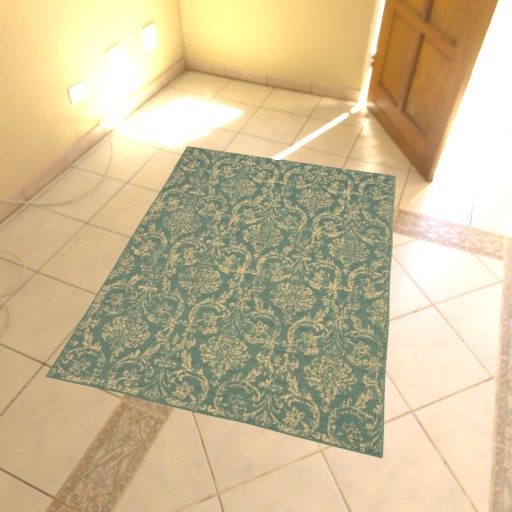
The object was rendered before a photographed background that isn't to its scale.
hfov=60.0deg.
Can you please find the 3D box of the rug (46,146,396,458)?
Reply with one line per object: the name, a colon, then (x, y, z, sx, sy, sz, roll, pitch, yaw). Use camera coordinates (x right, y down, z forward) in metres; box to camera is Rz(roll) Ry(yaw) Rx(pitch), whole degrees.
rug: (0.000, 0.000, 3.951, 2.363, 0.012, 2.980, 10, 48, 9)
